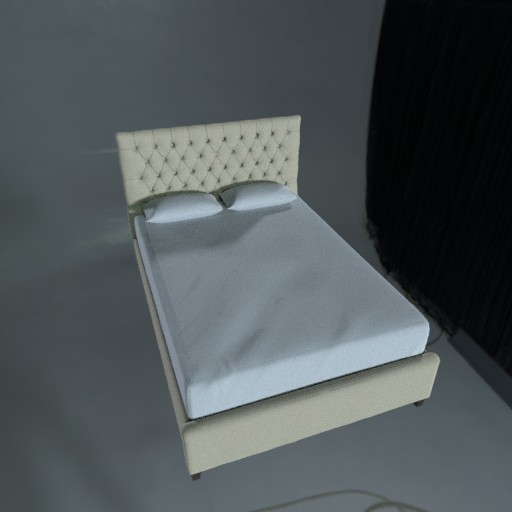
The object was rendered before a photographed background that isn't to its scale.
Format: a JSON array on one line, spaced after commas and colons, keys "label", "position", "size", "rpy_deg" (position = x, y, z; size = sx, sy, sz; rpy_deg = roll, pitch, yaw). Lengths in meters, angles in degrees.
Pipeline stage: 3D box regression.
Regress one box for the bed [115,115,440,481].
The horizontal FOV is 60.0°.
[{"label": "bed", "position": [0.000, 0.000, 3.399], "size": [1.698, 1.427, 2.387], "rpy_deg": [-11, 34, -17]}]
